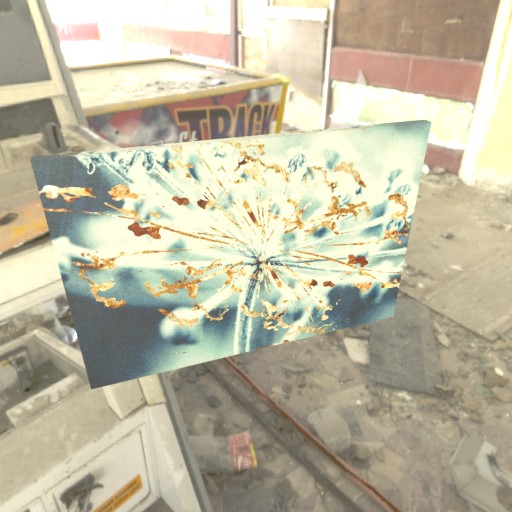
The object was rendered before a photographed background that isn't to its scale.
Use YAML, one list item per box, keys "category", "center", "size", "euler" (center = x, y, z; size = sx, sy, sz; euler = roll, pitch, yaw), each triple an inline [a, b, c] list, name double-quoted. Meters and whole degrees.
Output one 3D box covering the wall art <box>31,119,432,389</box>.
- category: "wall art"
  center: [0.000, 0.000, 1.414]
  size: [1.138, 0.759, 0.035]
  euler: [-10, 32, -17]
